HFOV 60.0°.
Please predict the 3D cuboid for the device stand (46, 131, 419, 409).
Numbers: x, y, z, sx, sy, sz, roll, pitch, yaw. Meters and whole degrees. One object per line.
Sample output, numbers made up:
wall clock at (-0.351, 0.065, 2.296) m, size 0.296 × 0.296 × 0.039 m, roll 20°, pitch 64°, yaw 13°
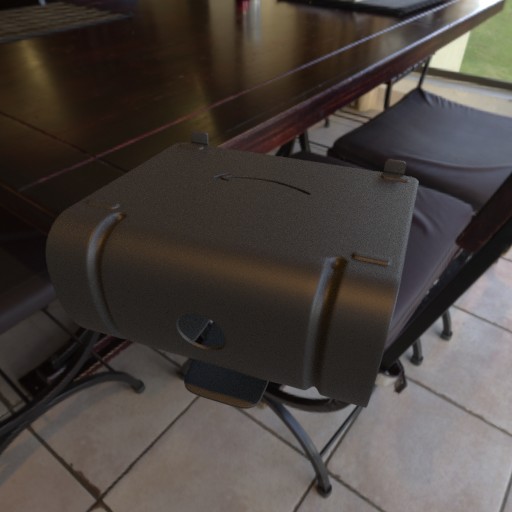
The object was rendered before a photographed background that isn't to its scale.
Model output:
device stand at (0.000, 0.000, 0.403) m, size 0.256 × 0.155 × 0.236 m, roll 12°, pitch 41°, yaw 14°
